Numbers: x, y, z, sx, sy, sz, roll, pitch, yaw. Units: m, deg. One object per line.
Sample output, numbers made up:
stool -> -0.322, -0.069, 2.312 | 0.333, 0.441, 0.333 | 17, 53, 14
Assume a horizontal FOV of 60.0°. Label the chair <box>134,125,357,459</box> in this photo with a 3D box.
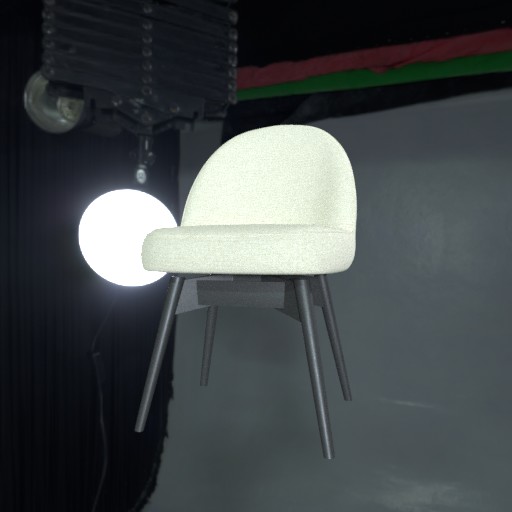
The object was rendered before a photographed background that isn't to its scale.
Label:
chair -> 0.000, 0.000, 1.199 | 0.532, 0.838, 0.540 | 0, 1, 18
